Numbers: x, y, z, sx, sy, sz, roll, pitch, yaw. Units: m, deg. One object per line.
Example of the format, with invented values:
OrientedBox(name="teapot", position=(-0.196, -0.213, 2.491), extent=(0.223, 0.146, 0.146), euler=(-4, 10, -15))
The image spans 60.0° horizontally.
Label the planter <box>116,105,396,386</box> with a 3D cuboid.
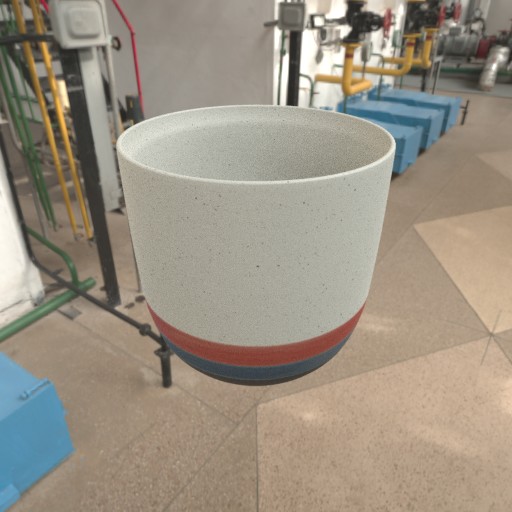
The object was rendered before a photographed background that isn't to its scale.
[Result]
OrientedBox(name="planter", position=(0.000, 0.000, 0.388), extent=(0.204, 0.214, 0.204), euler=(0, 31, 0))
